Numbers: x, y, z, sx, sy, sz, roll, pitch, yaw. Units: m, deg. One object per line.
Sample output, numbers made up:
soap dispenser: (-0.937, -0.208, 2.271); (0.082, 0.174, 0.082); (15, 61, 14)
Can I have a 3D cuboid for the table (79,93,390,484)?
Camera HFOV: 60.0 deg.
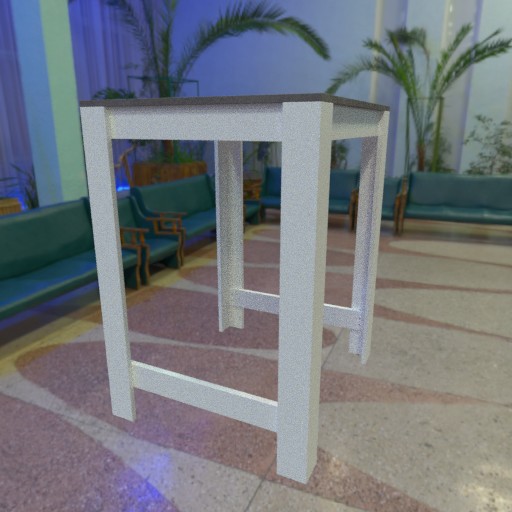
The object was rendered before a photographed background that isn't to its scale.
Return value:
table: (0.000, 0.000, 1.570); (0.700, 1.020, 0.800); (8, 18, 25)
